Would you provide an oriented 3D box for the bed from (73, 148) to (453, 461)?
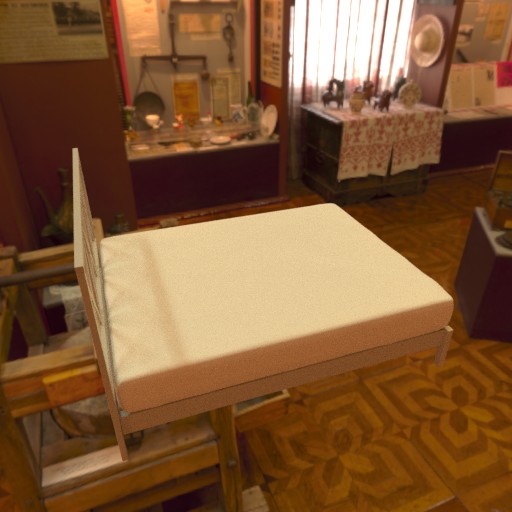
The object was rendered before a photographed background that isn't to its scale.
[{"bbox_3d":[0.000,0.000,3.065,2.135,1.253,1.673,-10,32,-17],"label":"bed"}]
